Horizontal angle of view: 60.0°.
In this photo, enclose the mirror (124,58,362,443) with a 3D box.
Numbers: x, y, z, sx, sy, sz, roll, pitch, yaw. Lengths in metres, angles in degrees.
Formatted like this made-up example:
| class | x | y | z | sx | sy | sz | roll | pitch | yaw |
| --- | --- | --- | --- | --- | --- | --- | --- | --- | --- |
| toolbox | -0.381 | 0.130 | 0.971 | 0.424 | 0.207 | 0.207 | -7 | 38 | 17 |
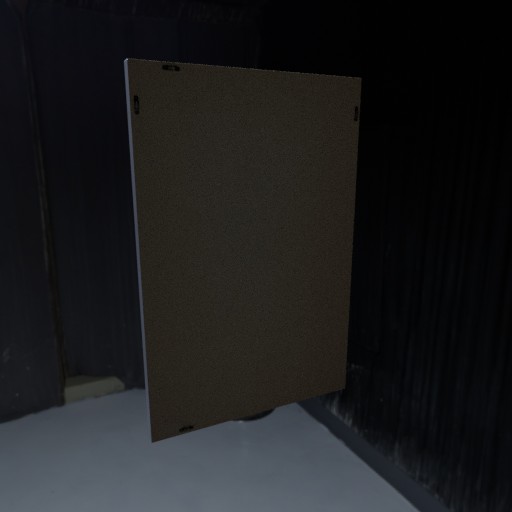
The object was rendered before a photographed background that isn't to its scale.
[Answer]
| class | x | y | z | sx | sy | sz | roll | pitch | yaw |
| --- | --- | --- | --- | --- | --- | --- | --- | --- | --- |
| mirror | 0.000 | 0.000 | 1.170 | 0.609 | 0.915 | 0.040 | -7 | 15 | -25 |
